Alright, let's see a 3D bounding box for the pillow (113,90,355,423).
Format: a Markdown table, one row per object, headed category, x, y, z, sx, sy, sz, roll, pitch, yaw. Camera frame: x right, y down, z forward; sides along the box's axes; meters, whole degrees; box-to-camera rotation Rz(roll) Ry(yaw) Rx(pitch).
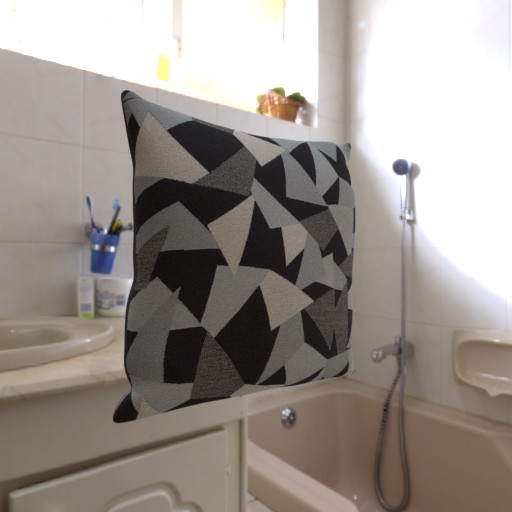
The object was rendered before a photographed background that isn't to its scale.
| category | x | y | z | sx | sy | sz | roll | pitch | yaw |
| --- | --- | --- | --- | --- | --- | --- | --- | --- | --- |
| pillow | 0.000 | 0.000 | 0.789 | 0.503 | 0.496 | 0.208 | 1 | -1 | -35 |
